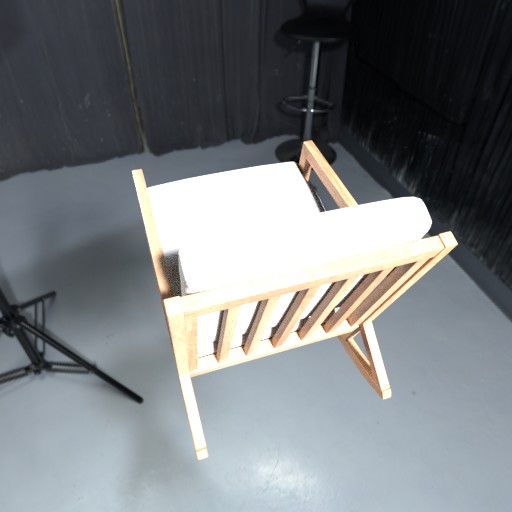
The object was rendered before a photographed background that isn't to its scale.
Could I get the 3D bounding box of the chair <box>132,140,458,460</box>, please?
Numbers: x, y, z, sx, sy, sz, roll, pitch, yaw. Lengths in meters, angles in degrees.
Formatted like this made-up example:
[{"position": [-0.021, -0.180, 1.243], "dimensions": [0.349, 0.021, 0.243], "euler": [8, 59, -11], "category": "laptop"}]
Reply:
[{"position": [0.000, 0.000, 1.389], "dimensions": [0.622, 0.790, 0.857], "euler": [-13, 45, -13], "category": "chair"}]
